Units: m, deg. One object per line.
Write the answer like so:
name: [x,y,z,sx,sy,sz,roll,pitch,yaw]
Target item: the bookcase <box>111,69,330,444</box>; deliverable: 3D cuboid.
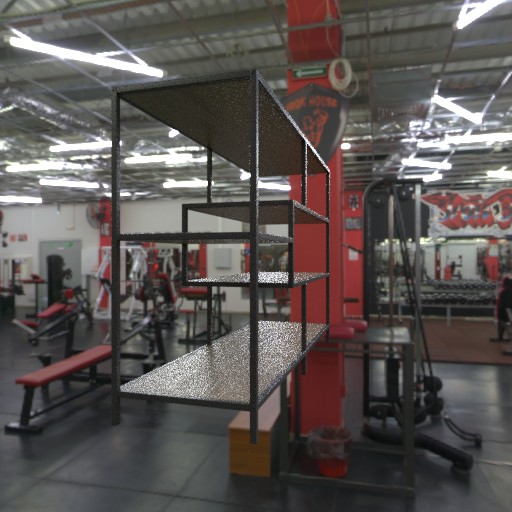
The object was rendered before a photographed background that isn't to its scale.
bookcase: [0.000,0.000,1.515,0.350,0.780,1.140,0,0,17]
